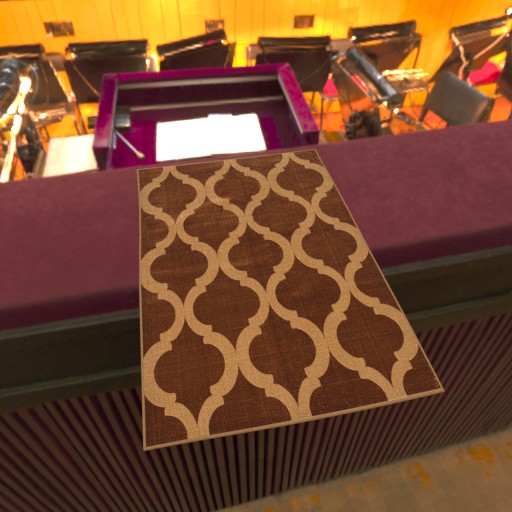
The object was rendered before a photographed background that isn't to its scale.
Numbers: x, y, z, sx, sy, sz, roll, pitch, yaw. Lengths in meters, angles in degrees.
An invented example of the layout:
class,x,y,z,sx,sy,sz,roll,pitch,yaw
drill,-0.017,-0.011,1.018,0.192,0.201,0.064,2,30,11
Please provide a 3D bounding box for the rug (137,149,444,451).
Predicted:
class,x,y,z,sx,sy,sz,roll,pitch,yaw
rug,0.000,0.000,2.934,1.526,0.014,2.290,-8,47,-8
